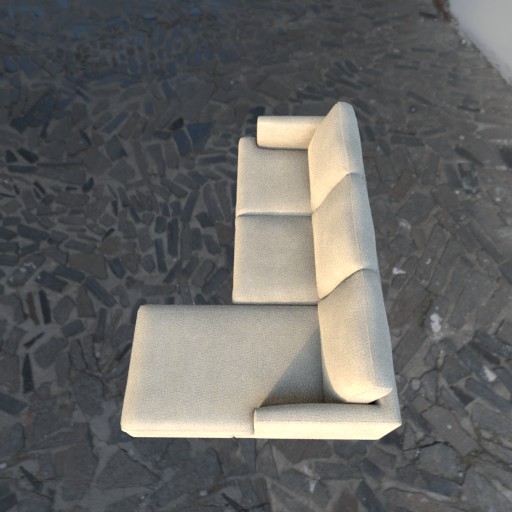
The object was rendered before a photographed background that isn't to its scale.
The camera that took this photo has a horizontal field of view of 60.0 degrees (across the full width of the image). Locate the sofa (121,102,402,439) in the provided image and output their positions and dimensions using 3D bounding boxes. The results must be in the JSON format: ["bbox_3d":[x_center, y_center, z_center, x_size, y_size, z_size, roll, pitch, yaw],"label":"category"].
[{"bbox_3d":[0.000,0.000,2.987,1.504,0.956,2.233,0,60,0],"label":"sofa"}]
